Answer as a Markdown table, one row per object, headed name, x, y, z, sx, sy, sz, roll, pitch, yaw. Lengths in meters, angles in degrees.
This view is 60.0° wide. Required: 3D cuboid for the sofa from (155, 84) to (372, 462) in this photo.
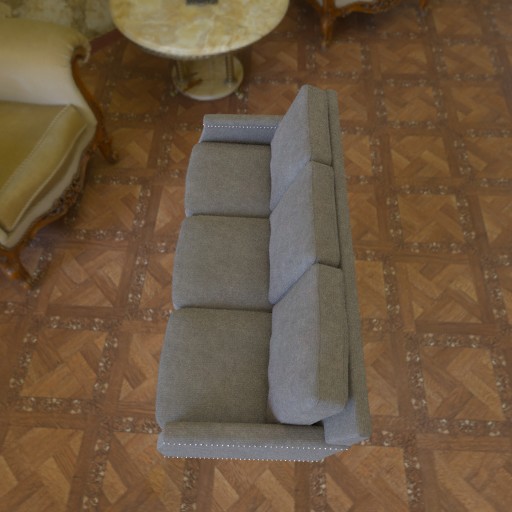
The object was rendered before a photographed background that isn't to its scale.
| name | x | y | z | sx | sy | sz | roll | pitch | yaw |
| --- | --- | --- | --- | --- | --- | --- | --- | --- | --- |
| sofa | 0.000 | 0.000 | 2.740 | 1.034 | 1.042 | 2.226 | 1 | 58 | 1 |
